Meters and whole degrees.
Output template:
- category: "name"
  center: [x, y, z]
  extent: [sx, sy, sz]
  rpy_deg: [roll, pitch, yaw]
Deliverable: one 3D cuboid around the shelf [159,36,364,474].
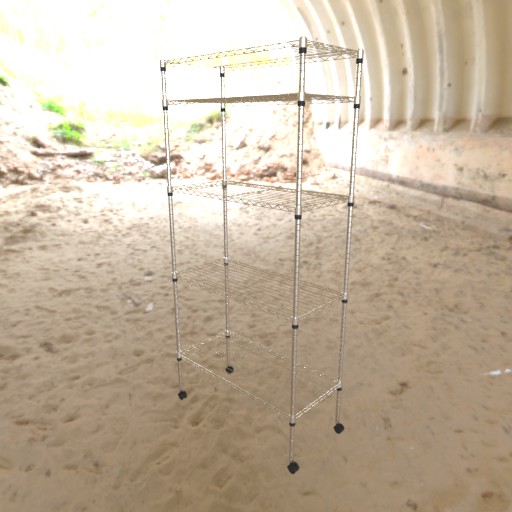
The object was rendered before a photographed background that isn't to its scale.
- category: "shelf"
  center: [0.000, 0.000, 1.901]
  extent: [0.762, 1.587, 0.356]
  rpy_deg: [15, 23, 41]
